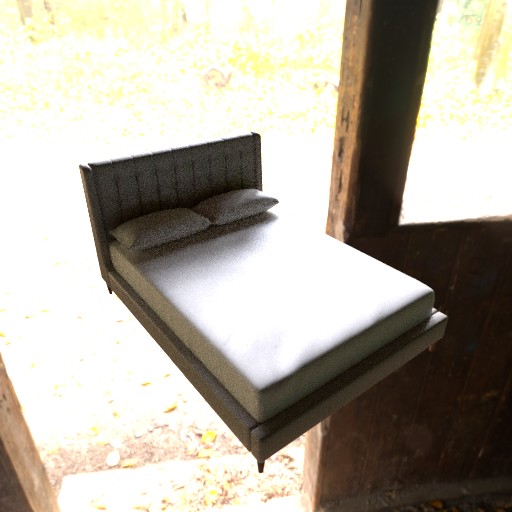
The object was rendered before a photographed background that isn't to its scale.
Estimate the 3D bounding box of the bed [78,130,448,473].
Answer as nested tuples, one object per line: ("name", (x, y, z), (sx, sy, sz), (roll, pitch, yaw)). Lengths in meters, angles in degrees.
("bed", (0.000, 0.000, 3.249), (1.656, 1.147, 2.232), (-21, 36, -32))
